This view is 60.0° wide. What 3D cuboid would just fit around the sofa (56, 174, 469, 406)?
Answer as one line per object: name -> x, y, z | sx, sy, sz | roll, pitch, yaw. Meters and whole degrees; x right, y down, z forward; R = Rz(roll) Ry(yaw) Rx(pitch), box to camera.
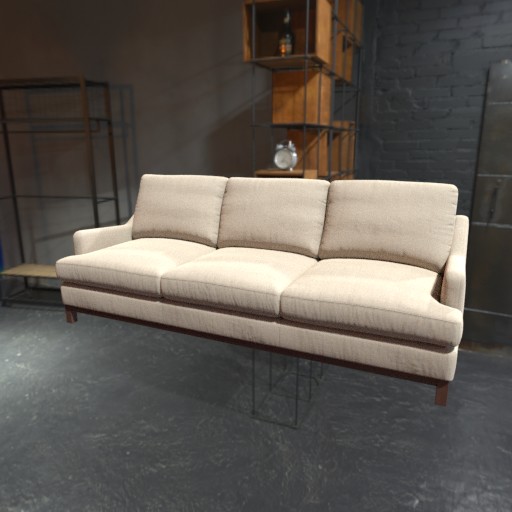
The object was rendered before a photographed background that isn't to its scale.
sofa -> 0.000, 0.000, 2.698 | 2.321, 0.913, 1.000 | 6, 16, 24
